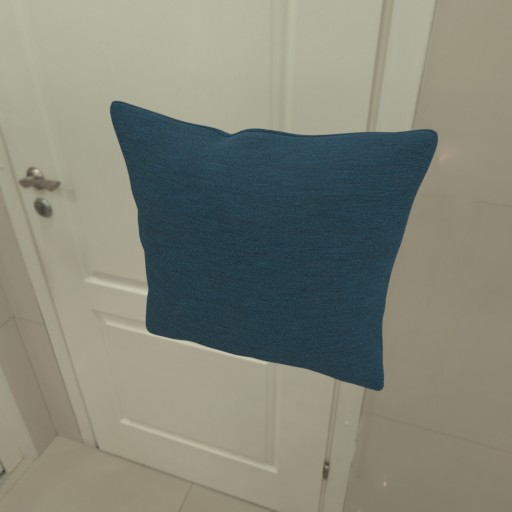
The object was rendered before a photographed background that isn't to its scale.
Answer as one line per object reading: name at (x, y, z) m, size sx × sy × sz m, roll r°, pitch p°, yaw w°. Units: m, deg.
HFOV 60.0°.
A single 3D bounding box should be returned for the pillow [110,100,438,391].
pillow at (0.000, 0.000, 0.667) m, size 0.437 × 0.420 × 0.177 m, roll 11°, pitch 33°, yaw 17°
